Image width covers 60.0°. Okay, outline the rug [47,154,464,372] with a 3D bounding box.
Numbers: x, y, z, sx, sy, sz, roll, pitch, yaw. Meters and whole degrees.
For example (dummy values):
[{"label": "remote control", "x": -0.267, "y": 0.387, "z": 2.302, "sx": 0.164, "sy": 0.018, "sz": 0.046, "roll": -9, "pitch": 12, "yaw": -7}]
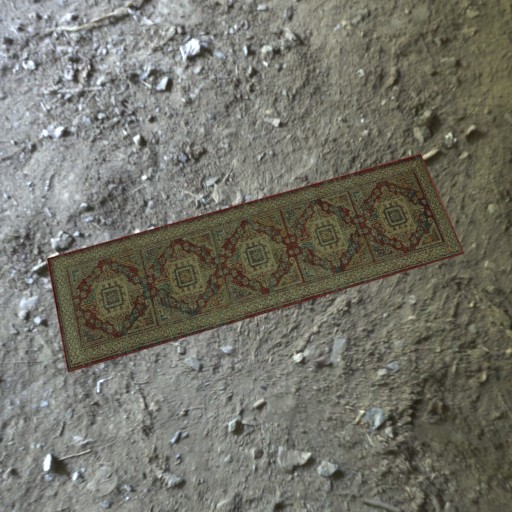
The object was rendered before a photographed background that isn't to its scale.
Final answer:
[{"label": "rug", "x": 0.000, "y": 0.000, "z": 2.531, "sx": 2.292, "sy": 0.015, "sz": 0.659, "roll": -16, "pitch": 76, "yaw": -4}]
